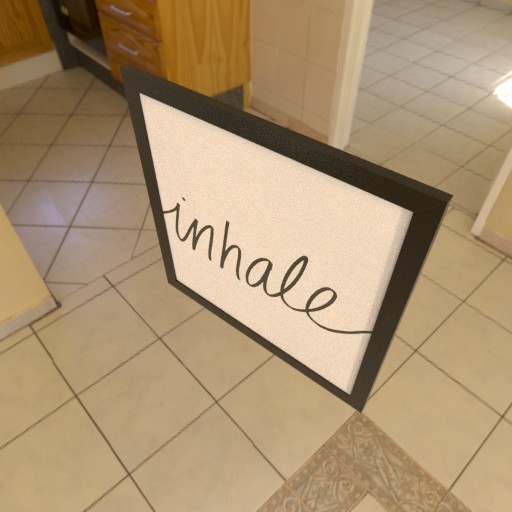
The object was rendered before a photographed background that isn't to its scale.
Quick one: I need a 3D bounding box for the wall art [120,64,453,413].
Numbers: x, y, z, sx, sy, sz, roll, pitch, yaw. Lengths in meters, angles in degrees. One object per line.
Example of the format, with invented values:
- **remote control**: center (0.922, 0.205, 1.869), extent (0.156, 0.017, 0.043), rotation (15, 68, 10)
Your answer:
- **wall art**: center (0.000, 0.000, 0.656), extent (0.446, 0.445, 0.014), rotation (30, 54, 25)
